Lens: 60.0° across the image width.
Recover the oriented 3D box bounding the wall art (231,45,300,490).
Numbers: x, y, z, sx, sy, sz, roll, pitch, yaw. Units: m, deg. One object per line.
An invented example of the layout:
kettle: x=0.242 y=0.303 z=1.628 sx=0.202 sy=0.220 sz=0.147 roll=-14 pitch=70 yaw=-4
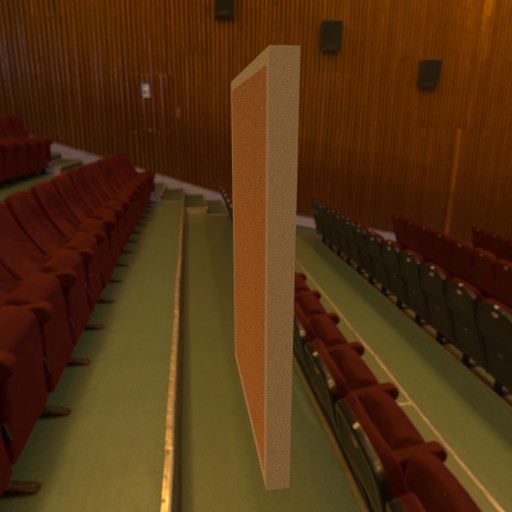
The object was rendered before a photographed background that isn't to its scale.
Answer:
wall art: x=0.000 y=0.000 z=0.547 sx=0.025 sy=0.428 sz=0.293 roll=-2 pitch=16 yaw=-9
